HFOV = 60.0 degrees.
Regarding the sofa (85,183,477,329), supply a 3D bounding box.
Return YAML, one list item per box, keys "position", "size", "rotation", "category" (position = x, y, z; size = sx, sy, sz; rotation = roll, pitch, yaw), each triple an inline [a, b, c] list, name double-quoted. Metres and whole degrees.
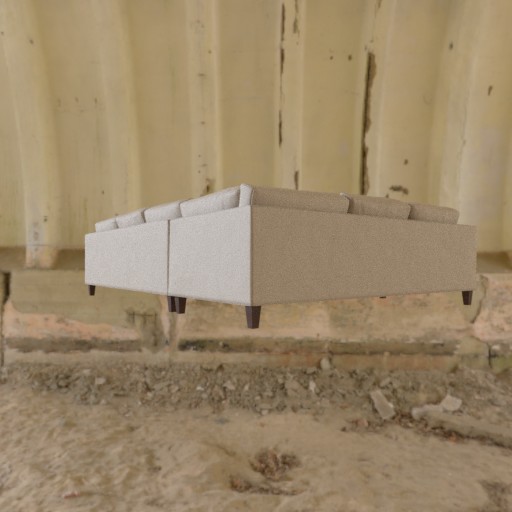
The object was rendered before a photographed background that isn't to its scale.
- position: [0.000, 0.000, 4.391]
  size: [2.432, 0.863, 3.182]
  rotation: [1, -1, -36]
  category: "sofa"
